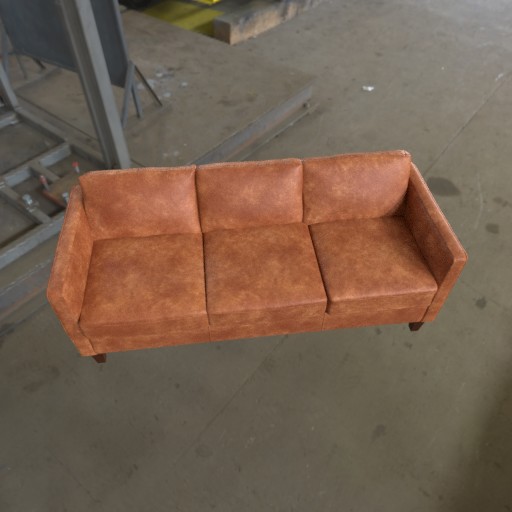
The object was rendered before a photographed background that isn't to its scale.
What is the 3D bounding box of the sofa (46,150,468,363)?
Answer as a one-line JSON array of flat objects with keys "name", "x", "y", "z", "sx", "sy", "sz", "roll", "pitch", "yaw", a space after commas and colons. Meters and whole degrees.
[{"name": "sofa", "x": 0.000, "y": 0.000, "z": 3.053, "sx": 2.464, "sy": 1.006, "sz": 1.045, "roll": -5, "pitch": 48, "yaw": -4}]
